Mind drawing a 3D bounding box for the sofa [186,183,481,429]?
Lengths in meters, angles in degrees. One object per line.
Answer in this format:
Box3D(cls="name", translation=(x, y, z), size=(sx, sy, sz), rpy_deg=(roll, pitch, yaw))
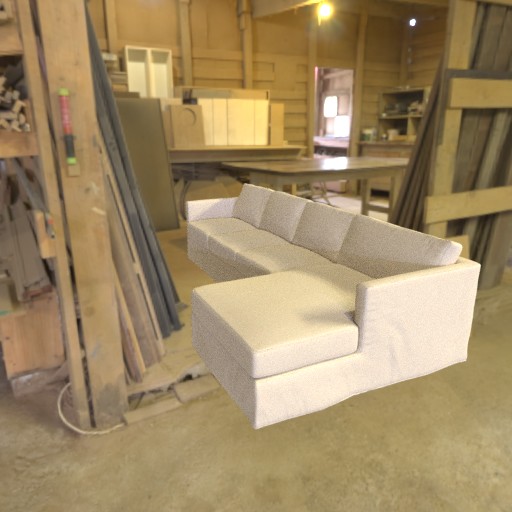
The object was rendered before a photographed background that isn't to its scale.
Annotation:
Box3D(cls="sofa", translation=(0.000, 0.000, 3.864), size=(1.622, 0.871, 3.206), rpy_deg=(-8, 18, -25))
